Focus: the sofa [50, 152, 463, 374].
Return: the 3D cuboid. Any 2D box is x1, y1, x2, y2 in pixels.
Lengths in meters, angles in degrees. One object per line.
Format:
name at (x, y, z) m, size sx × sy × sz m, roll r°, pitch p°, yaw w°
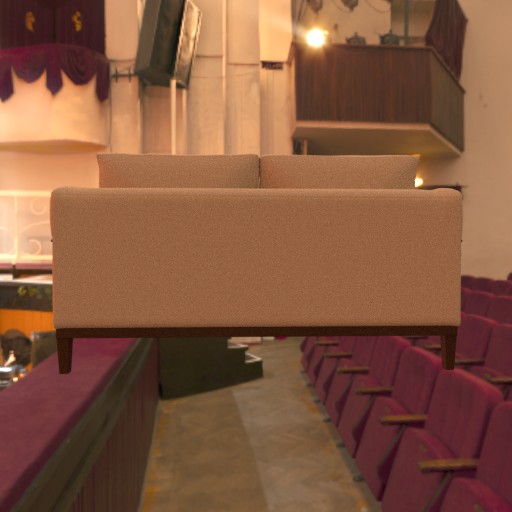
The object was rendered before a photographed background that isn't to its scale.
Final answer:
sofa at (0.000, 0.000, 2.123) m, size 1.598 × 0.873 × 0.905 m, roll 0°, pitch 1°, yaw -2°
